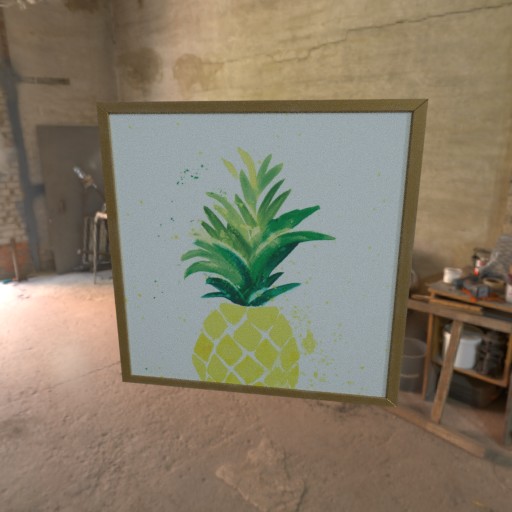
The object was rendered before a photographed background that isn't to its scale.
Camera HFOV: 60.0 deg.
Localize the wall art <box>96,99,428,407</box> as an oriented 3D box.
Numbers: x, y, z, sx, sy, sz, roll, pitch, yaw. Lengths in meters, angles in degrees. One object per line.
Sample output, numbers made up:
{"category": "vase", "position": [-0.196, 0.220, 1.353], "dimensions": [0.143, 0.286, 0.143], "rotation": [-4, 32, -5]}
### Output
{"category": "wall art", "position": [0.000, 0.000, 0.463], "dimensions": [0.306, 0.305, 0.038], "rotation": [3, 16, 9]}
